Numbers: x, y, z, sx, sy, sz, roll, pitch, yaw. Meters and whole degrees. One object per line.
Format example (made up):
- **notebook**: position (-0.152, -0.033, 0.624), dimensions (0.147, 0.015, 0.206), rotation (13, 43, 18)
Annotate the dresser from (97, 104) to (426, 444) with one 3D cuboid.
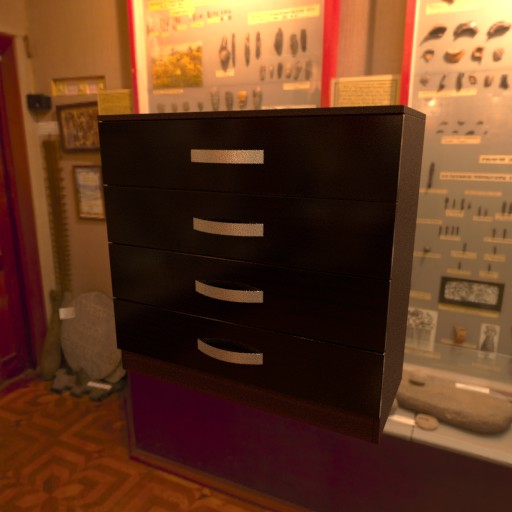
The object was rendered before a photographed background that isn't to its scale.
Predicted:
- **dresser**: position (0.000, 0.000, 1.181), dimensions (0.750, 0.720, 0.360), rotation (7, 16, 26)
